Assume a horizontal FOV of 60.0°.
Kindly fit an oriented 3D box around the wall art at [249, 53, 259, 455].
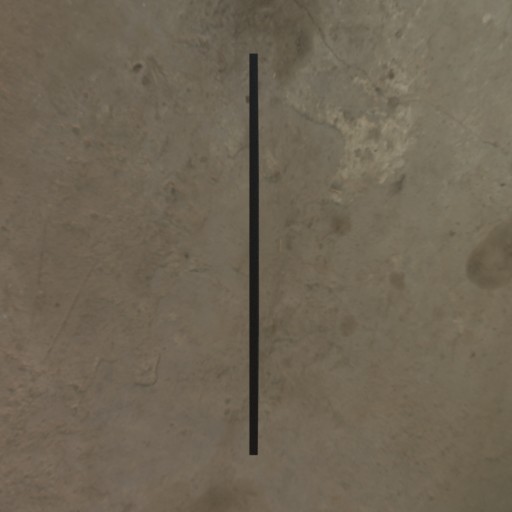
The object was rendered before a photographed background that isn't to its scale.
[{"bbox_3d":[0.000,0.000,0.682,0.008,0.530,0.379,0,90,0],"label":"wall art"}]
